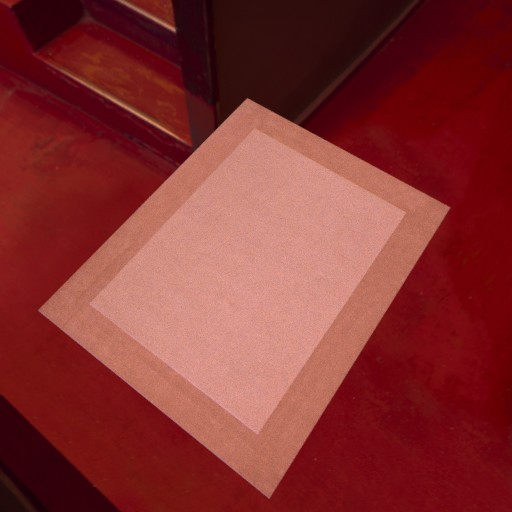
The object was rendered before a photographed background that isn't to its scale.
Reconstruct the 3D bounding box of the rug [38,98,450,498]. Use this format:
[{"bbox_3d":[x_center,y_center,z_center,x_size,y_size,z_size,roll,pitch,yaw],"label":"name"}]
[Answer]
[{"bbox_3d":[0.000,0.000,4.054,2.438,0.014,3.048,33,68,15],"label":"rug"}]
